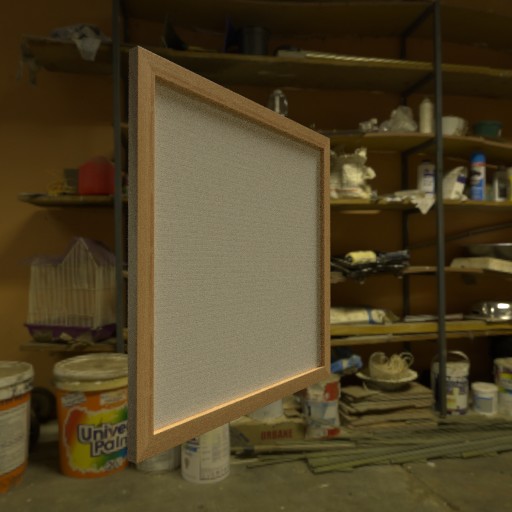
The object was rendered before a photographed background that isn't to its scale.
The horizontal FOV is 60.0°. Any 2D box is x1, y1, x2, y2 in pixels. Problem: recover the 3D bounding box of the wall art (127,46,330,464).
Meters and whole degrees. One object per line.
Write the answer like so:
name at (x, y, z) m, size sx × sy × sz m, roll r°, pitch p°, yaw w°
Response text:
wall art at (0.000, 0.000, 1.121) m, size 0.027 × 0.762 × 0.762 m, roll -1°, pitch -1°, yaw 37°
